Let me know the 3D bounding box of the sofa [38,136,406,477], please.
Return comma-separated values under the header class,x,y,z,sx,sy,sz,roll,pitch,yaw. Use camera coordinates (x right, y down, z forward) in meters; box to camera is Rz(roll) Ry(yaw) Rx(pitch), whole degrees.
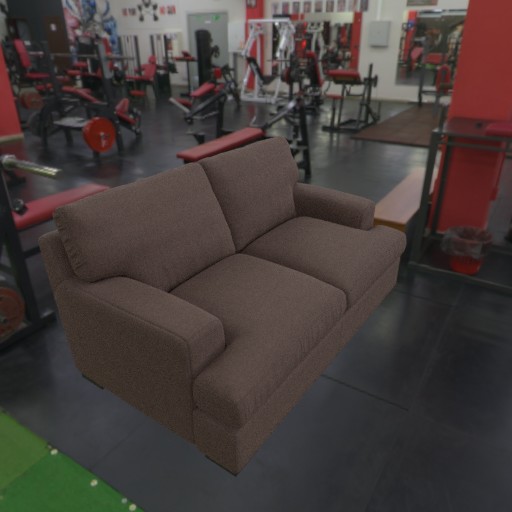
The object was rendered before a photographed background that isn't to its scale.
class,x,y,z,sx,sy,sz,roll,pitch,yaw
sofa,0.000,0.000,2.463,1.140,0.950,1.869,18,32,31
